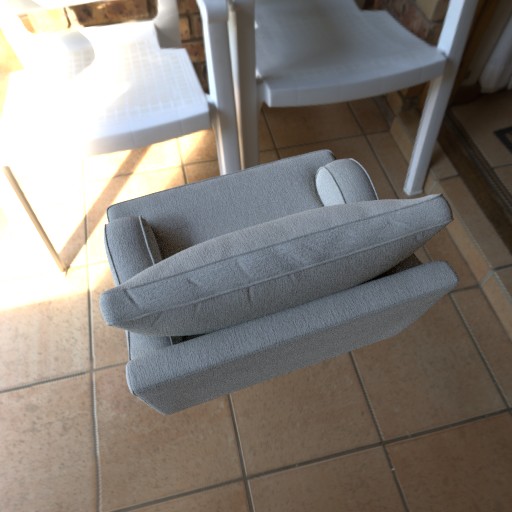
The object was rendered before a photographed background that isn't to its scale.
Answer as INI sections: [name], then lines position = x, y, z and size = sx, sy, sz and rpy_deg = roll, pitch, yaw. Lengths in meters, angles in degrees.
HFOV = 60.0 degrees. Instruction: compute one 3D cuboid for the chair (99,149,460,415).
[chair]
position = 0.000, 0.000, 1.971
size = 1.220, 1.016, 1.041
rpy_deg = -17, 59, -10
